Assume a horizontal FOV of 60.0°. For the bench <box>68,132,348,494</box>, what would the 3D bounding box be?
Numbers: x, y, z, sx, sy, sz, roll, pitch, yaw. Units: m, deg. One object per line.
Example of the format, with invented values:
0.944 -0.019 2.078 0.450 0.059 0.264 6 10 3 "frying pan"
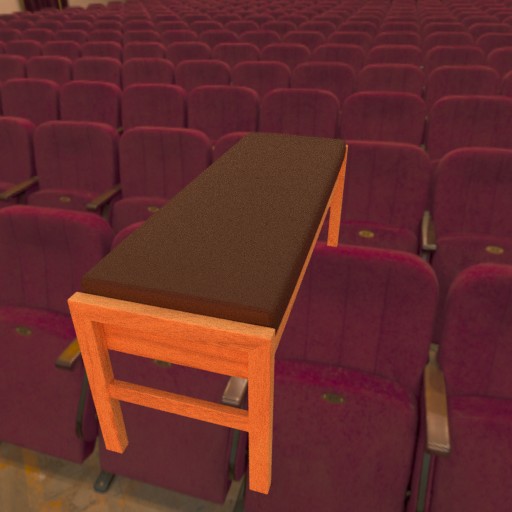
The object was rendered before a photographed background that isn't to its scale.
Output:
0.000 0.000 1.401 0.405 0.480 1.200 8 31 14 "bench"
